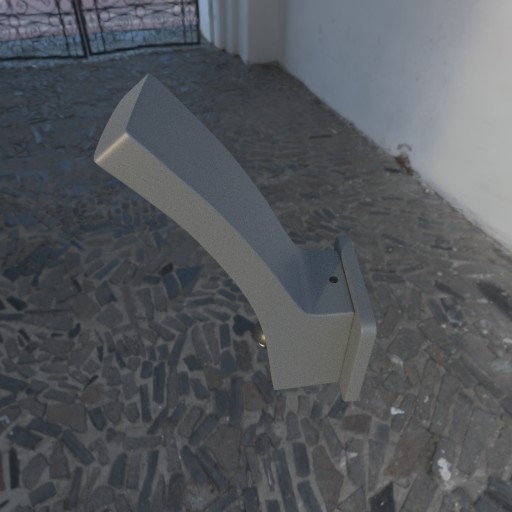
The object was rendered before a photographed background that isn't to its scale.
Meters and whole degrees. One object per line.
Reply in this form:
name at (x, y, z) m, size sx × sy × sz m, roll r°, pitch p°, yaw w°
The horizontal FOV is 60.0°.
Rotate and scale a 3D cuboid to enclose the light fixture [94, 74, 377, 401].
light fixture at (0.000, 0.000, 0.328) m, size 0.174 × 0.243 × 0.108 m, roll -1°, pitch 42°, yaw -1°
